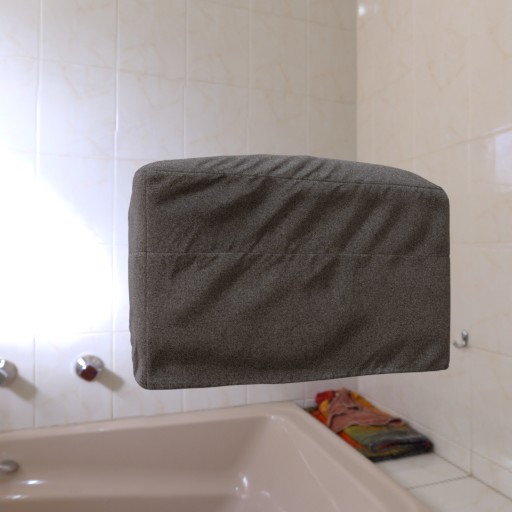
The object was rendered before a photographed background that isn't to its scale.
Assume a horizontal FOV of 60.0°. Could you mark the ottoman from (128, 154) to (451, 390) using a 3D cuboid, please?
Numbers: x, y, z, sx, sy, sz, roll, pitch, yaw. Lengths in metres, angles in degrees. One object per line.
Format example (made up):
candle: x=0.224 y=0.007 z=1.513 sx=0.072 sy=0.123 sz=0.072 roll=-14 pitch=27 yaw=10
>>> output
ottoman: x=0.000 y=0.000 z=1.236 sx=0.683 sy=0.481 sz=0.837 roll=0 pitch=0 yaw=-17
